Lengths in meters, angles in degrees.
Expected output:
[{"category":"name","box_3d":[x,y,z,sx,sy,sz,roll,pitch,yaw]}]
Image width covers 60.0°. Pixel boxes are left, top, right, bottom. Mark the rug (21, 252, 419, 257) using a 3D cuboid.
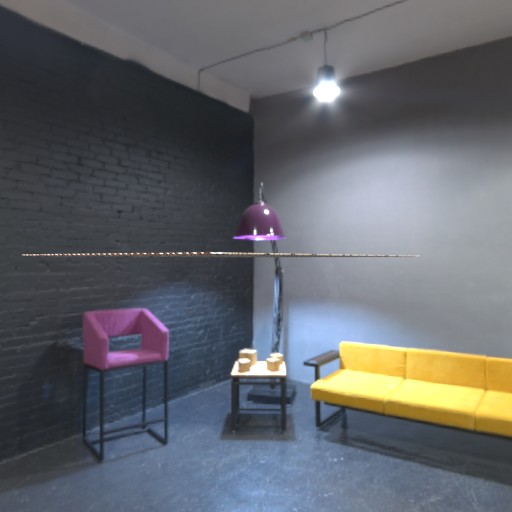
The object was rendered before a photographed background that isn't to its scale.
[{"category":"rug","box_3d":[0.000,0.000,2.471,1.196,0.008,2.006,0,0,37]}]
